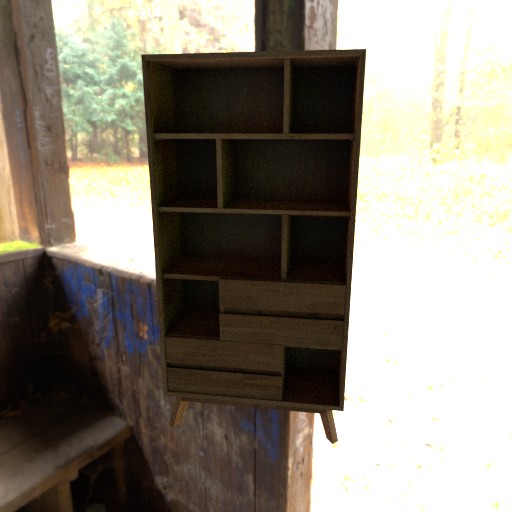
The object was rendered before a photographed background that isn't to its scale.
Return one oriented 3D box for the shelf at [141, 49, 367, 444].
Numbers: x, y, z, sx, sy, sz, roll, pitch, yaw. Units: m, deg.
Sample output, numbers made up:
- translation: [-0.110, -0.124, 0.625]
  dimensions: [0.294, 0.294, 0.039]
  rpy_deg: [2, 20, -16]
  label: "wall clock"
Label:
- translation: [0.000, 0.000, 1.785]
  dimensions: [0.748, 1.471, 0.308]
  rpy_deg: [2, 16, 8]
  label: "shelf"
